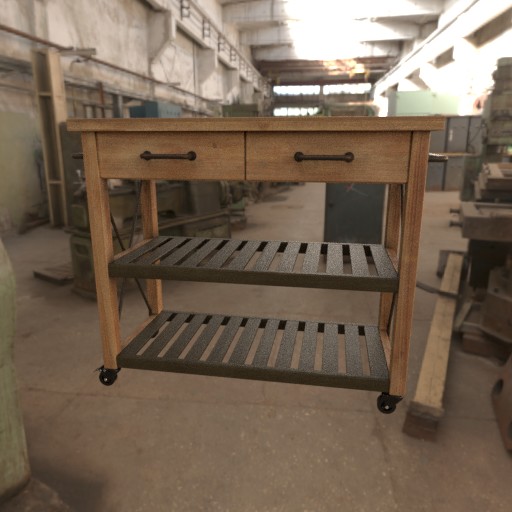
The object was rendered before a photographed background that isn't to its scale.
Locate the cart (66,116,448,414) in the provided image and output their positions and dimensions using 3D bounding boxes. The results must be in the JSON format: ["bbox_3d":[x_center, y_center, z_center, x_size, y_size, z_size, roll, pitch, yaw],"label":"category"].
[{"bbox_3d":[0.000,0.000,0.944,0.686,0.554,0.298,3,15,10],"label":"cart"}]
